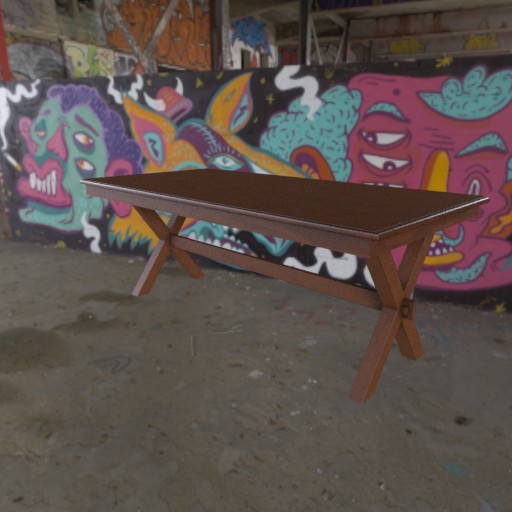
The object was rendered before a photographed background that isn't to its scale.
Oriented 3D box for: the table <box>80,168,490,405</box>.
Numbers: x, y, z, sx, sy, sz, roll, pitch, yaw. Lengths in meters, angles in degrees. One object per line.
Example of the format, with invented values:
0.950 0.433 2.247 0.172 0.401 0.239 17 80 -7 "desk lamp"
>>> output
0.000 0.000 1.465 1.197 0.459 0.594 15 22 42 "table"
